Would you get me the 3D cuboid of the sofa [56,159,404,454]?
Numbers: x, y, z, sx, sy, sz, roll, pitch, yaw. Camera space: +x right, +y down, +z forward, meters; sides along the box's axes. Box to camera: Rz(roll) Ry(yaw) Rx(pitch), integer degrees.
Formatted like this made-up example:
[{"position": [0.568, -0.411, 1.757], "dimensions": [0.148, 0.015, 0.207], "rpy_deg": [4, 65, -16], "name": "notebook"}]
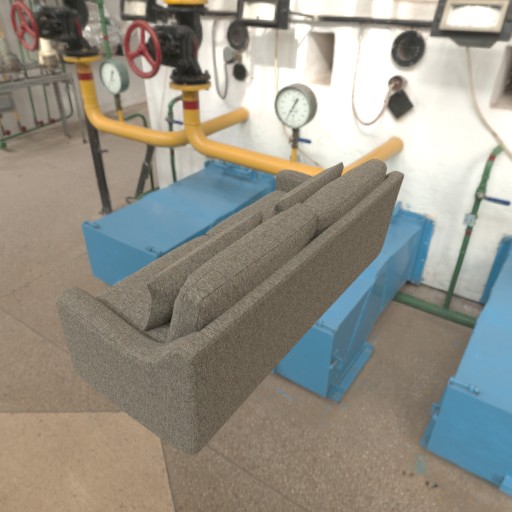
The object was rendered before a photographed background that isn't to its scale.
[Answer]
[{"position": [0.000, 0.000, 3.033], "dimensions": [1.103, 0.998, 2.418], "rpy_deg": [21, 38, 30], "name": "sofa"}]
